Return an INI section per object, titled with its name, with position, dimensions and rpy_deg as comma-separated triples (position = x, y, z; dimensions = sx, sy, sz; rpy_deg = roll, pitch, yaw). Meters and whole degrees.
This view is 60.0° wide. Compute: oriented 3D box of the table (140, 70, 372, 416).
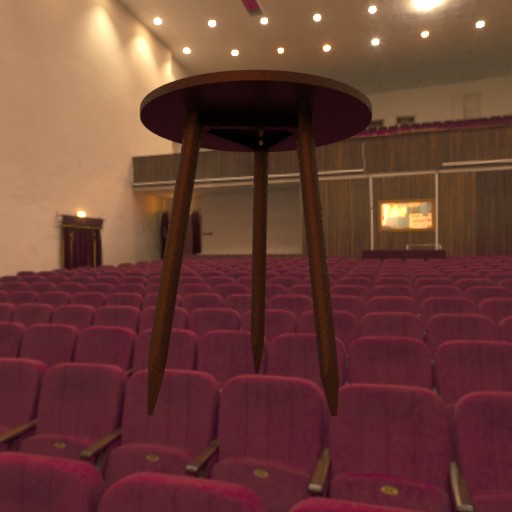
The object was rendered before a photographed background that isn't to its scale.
[table]
position = 0.000, 0.000, 0.901
dimensions = 0.457, 0.585, 0.457
rpy_deg = 0, 0, 0
